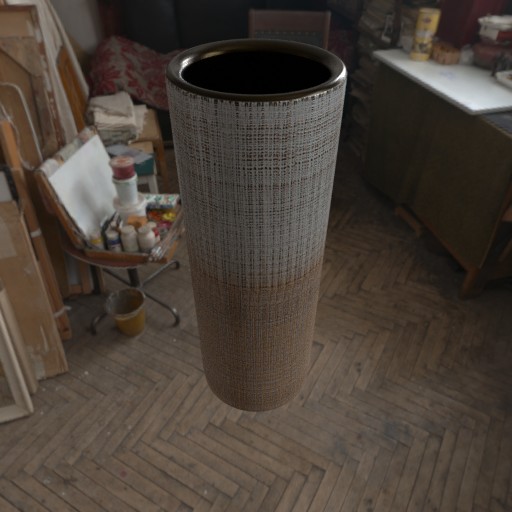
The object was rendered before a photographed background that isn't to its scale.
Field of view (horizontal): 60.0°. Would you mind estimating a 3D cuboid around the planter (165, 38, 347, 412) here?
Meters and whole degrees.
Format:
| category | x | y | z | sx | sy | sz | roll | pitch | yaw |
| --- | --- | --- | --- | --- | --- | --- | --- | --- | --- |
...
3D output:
| category | x | y | z | sx | sy | sz | roll | pitch | yaw |
| --- | --- | --- | --- | --- | --- | --- | --- | --- | --- |
| planter | 0.000 | 0.000 | 0.332 | 0.099 | 0.278 | 0.099 | 25 | 47 | 26 |
